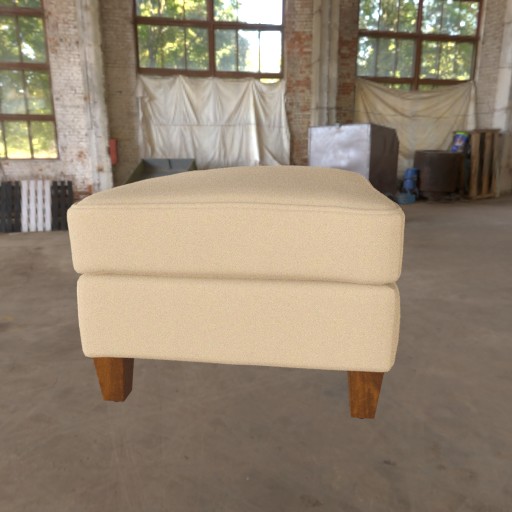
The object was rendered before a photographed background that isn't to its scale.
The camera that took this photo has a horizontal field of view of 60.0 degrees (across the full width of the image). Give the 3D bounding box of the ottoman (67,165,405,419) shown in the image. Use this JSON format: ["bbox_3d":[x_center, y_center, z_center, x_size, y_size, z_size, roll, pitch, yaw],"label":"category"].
[{"bbox_3d":[0.000,0.000,1.204,0.634,0.485,0.818,2,14,6],"label":"ottoman"}]
